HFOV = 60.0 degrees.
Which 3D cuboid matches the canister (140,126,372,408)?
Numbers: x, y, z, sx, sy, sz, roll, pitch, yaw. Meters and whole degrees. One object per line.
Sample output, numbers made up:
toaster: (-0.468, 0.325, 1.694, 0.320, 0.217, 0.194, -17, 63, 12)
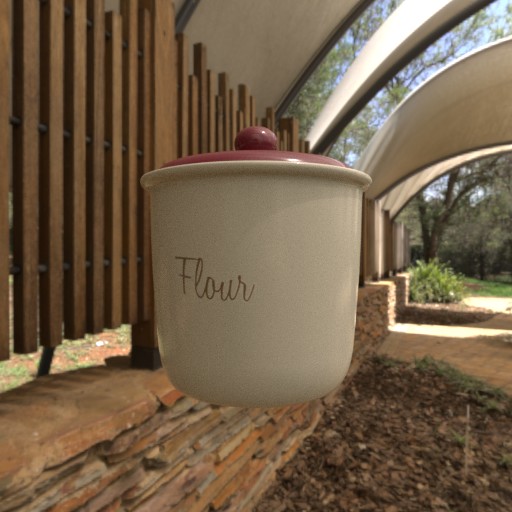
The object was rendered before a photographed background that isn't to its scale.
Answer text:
canister: (0.000, 0.000, 0.360, 0.182, 0.208, 0.182, 0, 1, 0)
